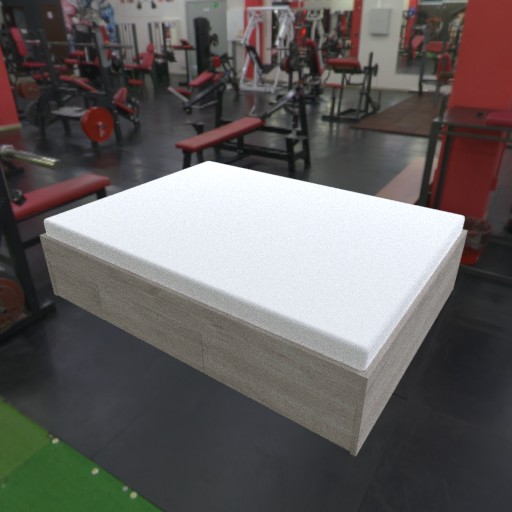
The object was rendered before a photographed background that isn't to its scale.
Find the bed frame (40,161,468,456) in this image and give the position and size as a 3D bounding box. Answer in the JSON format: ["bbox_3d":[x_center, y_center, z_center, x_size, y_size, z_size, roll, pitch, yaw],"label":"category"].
[{"bbox_3d":[0.000,0.000,2.579,1.944,0.490,1.448,18,33,30],"label":"bed frame"}]
